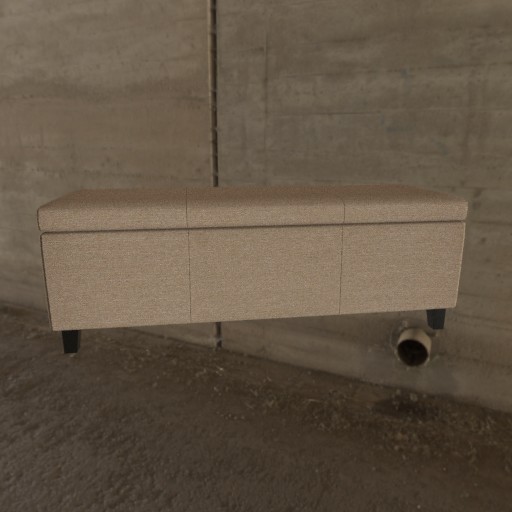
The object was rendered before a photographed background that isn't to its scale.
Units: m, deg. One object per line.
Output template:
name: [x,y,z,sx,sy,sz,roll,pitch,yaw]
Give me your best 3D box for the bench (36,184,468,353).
bench: [0.000,0.000,1.512,1.269,0.438,0.446,-2,15,-8]
